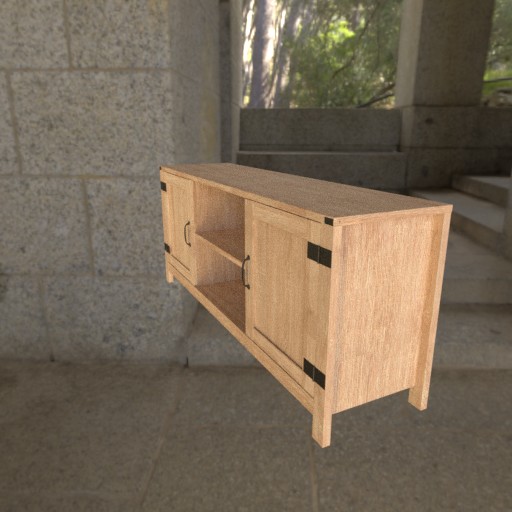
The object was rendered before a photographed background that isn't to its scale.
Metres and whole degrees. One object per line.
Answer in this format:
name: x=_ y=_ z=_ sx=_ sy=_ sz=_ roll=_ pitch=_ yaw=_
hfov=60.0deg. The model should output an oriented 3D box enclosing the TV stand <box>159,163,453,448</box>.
TV stand: x=0.000 y=0.000 z=1.769 sx=0.398 sy=0.610 sz=1.466 roll=-8 pitch=18 yaw=-26
